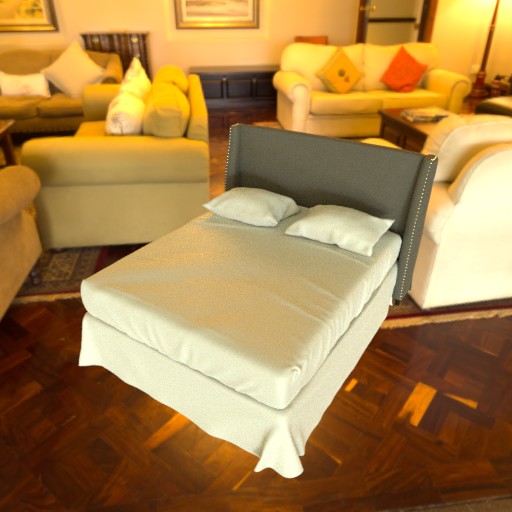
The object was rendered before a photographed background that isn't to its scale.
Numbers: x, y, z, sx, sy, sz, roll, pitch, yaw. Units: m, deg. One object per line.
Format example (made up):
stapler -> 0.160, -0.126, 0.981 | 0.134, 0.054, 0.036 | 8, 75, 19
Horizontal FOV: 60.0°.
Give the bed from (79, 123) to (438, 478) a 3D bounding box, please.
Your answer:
bed -> 0.000, 0.000, 3.374 | 1.925, 1.332, 2.276 | 18, 35, 28
